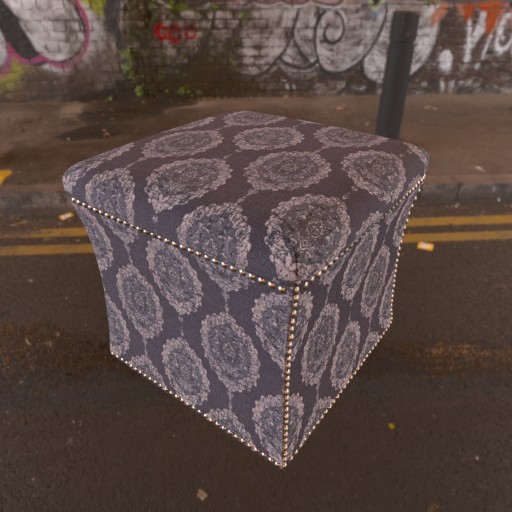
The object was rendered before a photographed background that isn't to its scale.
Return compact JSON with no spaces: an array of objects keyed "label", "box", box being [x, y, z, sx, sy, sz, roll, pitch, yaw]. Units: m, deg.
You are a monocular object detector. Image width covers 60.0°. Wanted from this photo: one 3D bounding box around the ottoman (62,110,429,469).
[{"label":"ottoman","box":[0.000,0.000,0.908,0.497,0.475,0.507,22,38,30]}]
